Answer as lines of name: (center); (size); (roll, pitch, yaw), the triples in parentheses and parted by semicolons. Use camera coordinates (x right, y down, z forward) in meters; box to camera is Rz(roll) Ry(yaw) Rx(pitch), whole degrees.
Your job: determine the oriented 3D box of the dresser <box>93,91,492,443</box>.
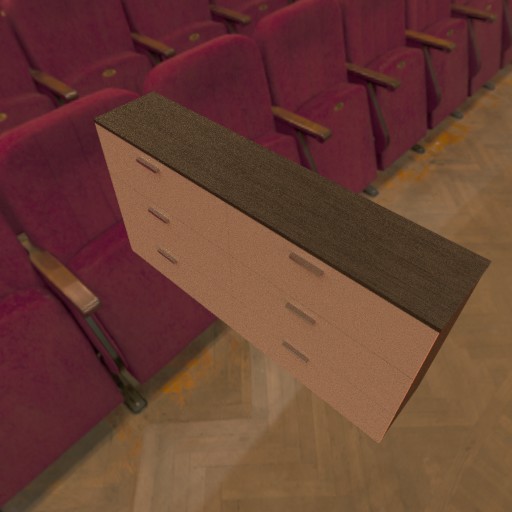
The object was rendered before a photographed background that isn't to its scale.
dresser: (0.000, 0.000, 1.836); (1.535, 0.790, 0.333); (33, 55, 27)
